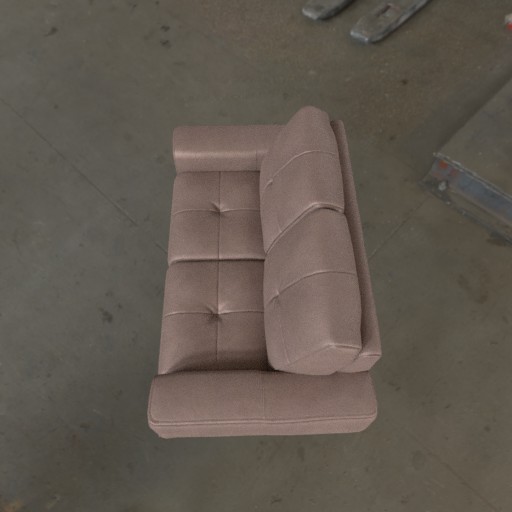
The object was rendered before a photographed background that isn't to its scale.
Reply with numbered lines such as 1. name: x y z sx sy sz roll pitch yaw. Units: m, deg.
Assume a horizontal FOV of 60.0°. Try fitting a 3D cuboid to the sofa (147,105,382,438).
1. sofa: 0.000 0.000 2.405 1.018 0.907 1.806 -1 60 -1
